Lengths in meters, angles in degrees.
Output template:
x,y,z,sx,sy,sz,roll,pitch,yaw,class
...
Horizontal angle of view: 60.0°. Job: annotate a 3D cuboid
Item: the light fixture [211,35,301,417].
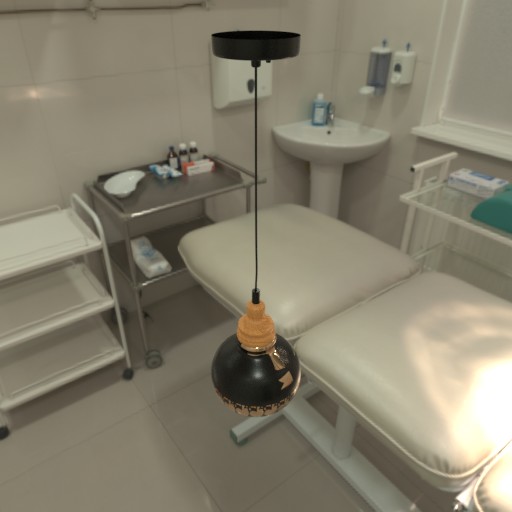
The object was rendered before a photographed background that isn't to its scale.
x,y,z,sx,sy,sz,roll,pitch,yaw,class
0.000,0.000,1.790,0.430,1.606,0.430,-22,38,-31,light fixture
